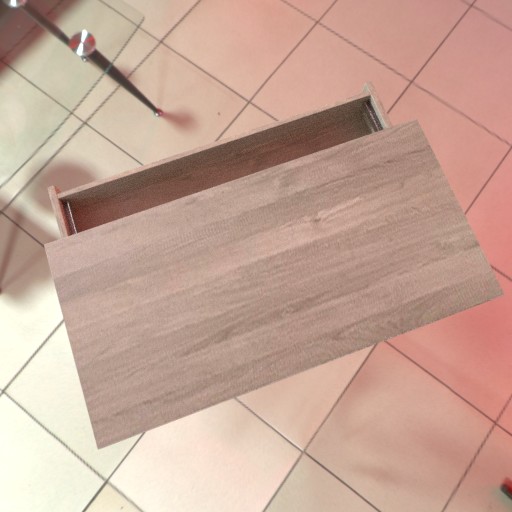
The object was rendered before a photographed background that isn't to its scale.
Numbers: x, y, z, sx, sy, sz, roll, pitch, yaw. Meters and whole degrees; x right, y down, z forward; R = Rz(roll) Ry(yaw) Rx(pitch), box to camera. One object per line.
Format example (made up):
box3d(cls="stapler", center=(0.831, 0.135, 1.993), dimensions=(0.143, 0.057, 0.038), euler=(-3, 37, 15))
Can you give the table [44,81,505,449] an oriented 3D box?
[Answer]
box3d(cls="table", center=(0.000, 0.000, 1.367), dimensions=(1.000, 0.570, 0.712), euler=(-20, 77, -5))
